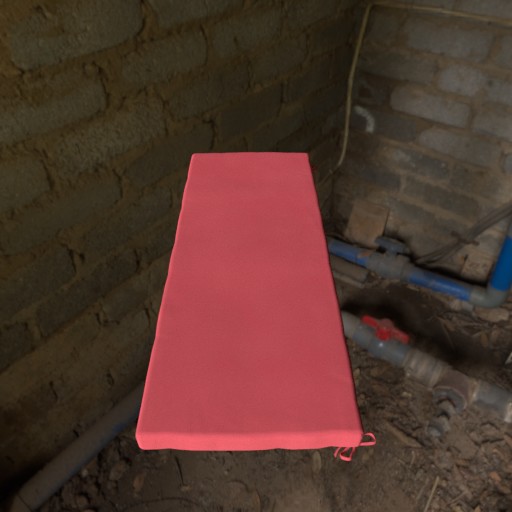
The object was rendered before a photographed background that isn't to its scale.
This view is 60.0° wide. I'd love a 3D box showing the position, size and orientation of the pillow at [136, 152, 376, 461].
[{"bbox_3d":[0.000,0.000,1.312,0.492,0.081,1.187,0,42,0],"label":"pillow"}]
